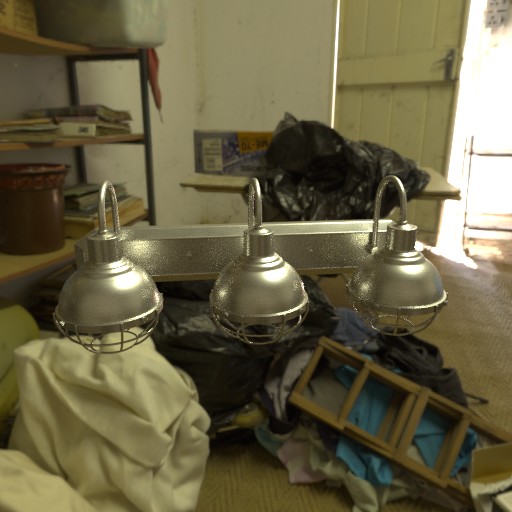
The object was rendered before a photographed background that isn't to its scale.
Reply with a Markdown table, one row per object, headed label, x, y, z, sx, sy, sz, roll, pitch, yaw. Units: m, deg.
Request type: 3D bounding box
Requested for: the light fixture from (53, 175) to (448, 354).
| label | x | y | z | sx | sy | sz | roll | pitch | yaw |
| --- | --- | --- | --- | --- | --- | --- | --- | --- | --- |
| light fixture | 0.000 | 0.000 | 0.741 | 0.634 | 0.254 | 0.229 | -2 | 18 | -7 |
